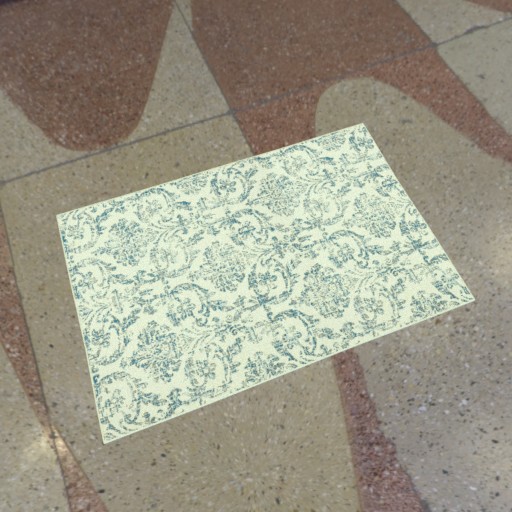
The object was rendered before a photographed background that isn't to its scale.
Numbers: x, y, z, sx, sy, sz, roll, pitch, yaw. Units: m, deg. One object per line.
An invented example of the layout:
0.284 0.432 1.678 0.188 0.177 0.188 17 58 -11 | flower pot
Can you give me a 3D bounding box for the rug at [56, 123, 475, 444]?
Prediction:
0.000 0.000 3.398 2.746 0.018 1.819 -19 65 -9 | rug
